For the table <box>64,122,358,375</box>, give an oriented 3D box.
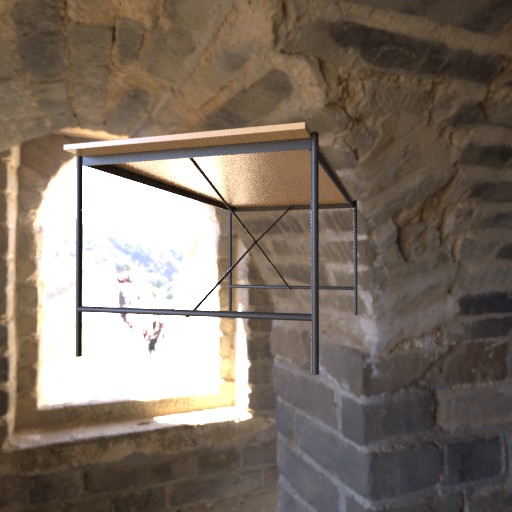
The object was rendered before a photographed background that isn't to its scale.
[{"bbox_3d":[0.000,0.000,2.277,0.900,0.758,1.800,0,-1,17],"label":"table"}]
